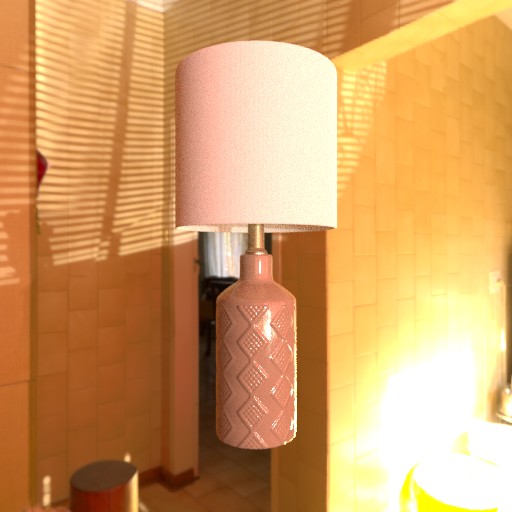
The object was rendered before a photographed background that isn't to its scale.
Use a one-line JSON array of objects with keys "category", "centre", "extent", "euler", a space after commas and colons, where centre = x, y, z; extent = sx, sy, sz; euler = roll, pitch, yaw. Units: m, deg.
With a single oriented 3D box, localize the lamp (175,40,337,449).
[{"category": "lamp", "centre": [0.000, 0.000, 0.577], "extent": [0.207, 0.461, 0.207], "euler": [0, 0, 19]}]
